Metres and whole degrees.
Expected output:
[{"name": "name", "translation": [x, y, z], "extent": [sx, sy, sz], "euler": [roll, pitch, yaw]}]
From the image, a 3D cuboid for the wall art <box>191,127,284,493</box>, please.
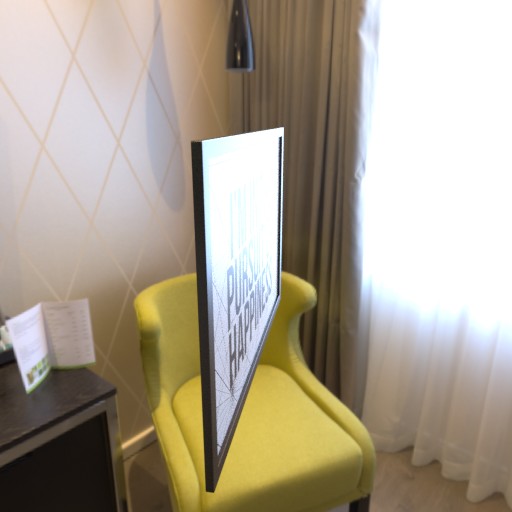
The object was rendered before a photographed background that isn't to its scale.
[{"name": "wall art", "translation": [0.000, 0.000, 1.019], "extent": [0.015, 0.552, 0.819], "euler": [3, 18, 10]}]
